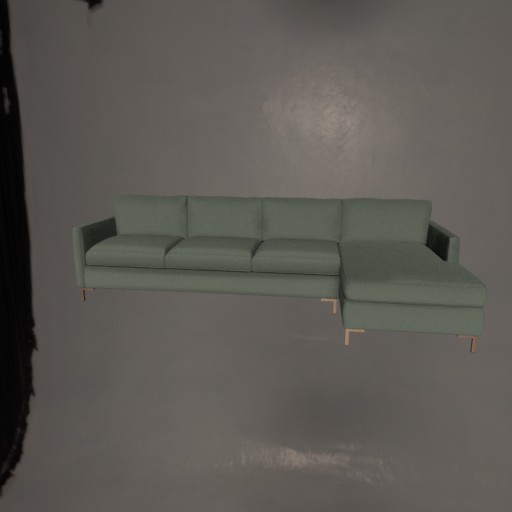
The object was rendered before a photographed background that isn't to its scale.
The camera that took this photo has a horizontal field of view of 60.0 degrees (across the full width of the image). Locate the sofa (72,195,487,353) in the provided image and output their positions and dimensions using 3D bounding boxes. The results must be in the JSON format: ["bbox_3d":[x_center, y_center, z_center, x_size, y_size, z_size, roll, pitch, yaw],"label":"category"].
[{"bbox_3d":[0.000,0.000,3.162,2.725,0.756,1.255,2,13,8],"label":"sofa"}]
